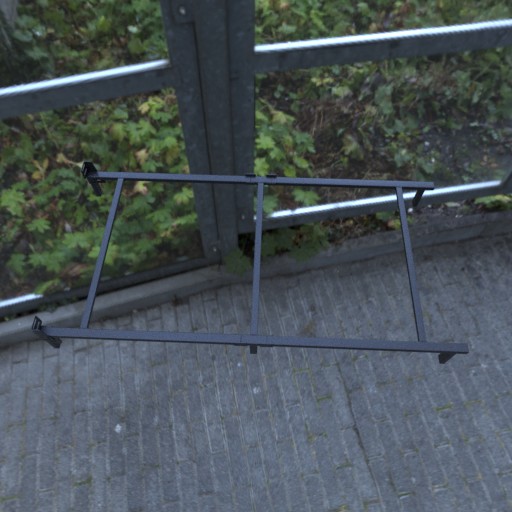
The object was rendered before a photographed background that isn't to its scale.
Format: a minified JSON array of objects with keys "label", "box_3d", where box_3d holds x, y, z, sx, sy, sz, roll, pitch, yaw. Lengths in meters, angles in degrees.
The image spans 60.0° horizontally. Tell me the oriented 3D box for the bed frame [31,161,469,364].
[{"label":"bed frame","box_3d":[0.000,0.000,2.232,1.897,0.248,0.968,2,60,1]}]
